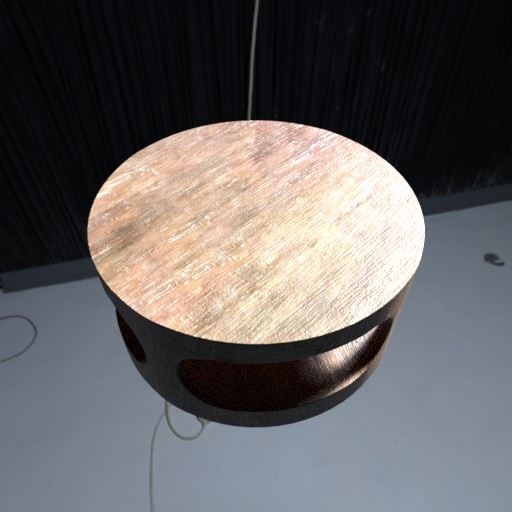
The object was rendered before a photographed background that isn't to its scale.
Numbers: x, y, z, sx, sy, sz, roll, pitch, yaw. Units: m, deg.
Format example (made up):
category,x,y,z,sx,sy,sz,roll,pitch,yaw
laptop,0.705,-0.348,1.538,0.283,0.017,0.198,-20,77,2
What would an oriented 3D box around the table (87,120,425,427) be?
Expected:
category,x,y,z,sx,sy,sz,roll,pitch,yaw
table,0.000,0.000,1.484,0.974,0.450,0.974,0,46,0
